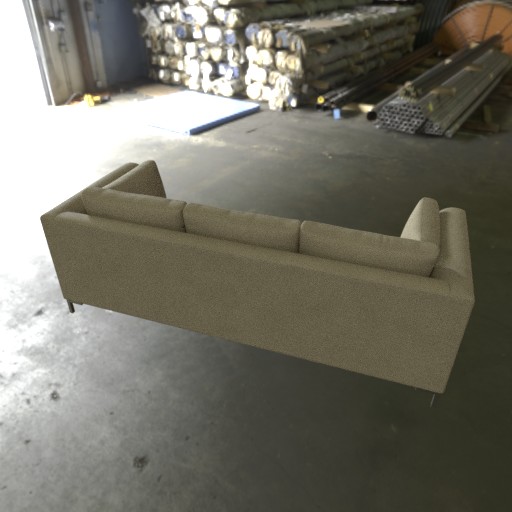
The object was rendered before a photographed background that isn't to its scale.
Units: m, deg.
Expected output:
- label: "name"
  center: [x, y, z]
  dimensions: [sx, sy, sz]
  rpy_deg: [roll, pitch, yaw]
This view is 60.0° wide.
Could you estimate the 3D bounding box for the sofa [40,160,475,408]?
- label: "sofa"
  center: [0.000, 0.000, 2.863]
  dimensions: [2.415, 0.867, 0.969]
  rpy_deg: [11, 34, 16]
